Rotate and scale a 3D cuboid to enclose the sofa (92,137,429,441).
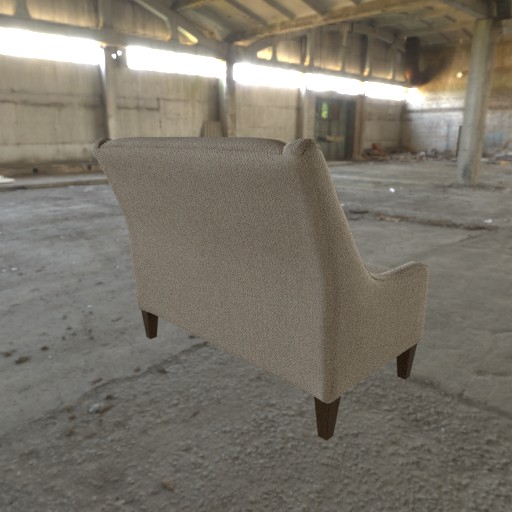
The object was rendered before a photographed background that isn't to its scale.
[{"bbox_3d":[0.000,0.000,1.968,0.870,1.022,1.242,-14,21,-43],"label":"sofa"}]
